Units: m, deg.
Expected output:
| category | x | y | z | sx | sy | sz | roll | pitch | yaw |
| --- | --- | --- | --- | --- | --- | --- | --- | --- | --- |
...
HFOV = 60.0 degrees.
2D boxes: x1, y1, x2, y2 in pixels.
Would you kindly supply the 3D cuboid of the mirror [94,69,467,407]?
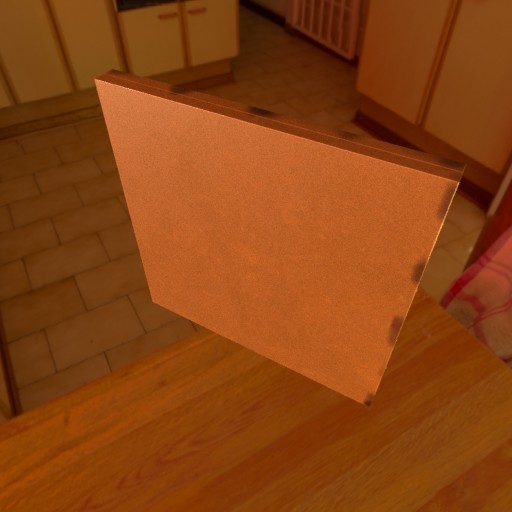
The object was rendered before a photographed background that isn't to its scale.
| category | x | y | z | sx | sy | sz | roll | pitch | yaw |
| --- | --- | --- | --- | --- | --- | --- | --- | --- | --- |
| mirror | 0.000 | 0.000 | 0.739 | 0.509 | 0.507 | 0.042 | 22 | 49 | 20 |
